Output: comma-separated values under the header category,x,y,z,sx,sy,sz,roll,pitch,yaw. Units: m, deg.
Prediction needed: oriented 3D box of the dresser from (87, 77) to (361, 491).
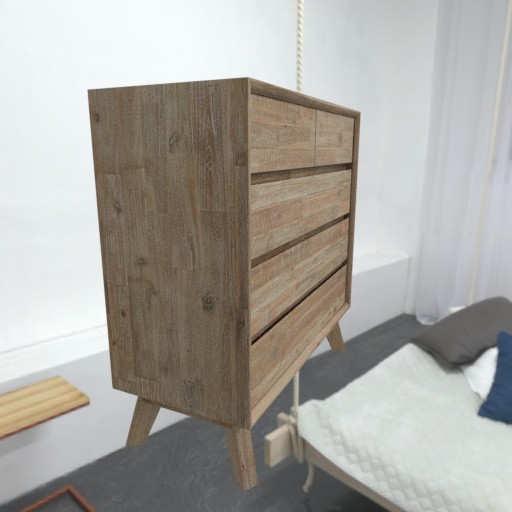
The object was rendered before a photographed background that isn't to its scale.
category,x,y,z,sx,sy,sz,roll,pitch,yaw
dresser,0.000,0.000,1.571,0.455,1.029,0.998,7,15,25
